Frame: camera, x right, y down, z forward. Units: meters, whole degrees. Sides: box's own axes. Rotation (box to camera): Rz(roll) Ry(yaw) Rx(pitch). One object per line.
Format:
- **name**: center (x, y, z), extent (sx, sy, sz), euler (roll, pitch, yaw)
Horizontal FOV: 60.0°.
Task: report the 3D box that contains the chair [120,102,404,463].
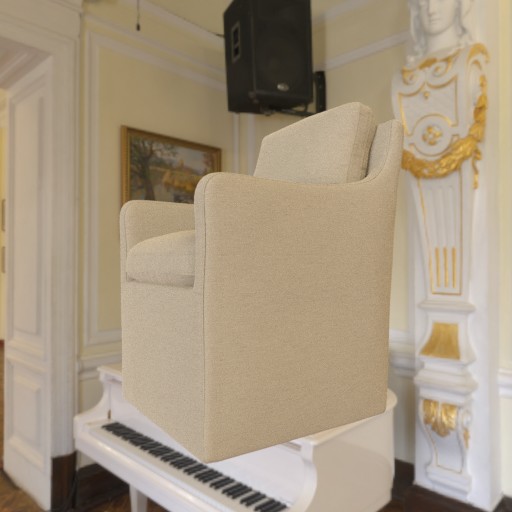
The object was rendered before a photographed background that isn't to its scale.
- **chair**: center (0.000, 0.000, 1.369), extent (0.694, 0.914, 0.626), euler (0, -1, -34)
